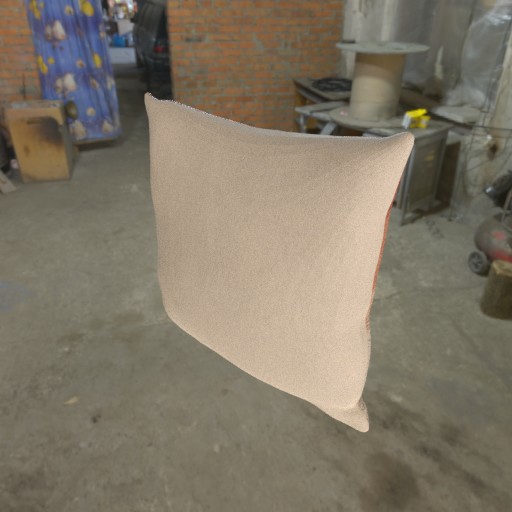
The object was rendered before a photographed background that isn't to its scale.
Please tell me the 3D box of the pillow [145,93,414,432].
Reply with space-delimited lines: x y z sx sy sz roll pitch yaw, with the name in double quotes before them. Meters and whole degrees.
"pillow" 0.000 0.000 0.674 0.440 0.441 0.182 22 37 33
